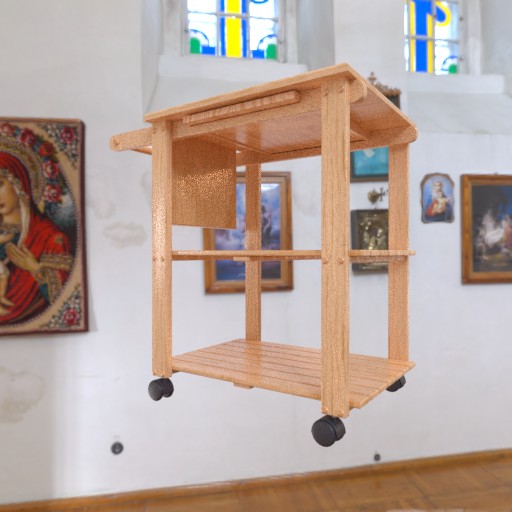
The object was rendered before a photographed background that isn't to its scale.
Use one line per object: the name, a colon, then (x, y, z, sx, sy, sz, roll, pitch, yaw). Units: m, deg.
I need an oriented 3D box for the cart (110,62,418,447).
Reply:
cart: (0.000, 0.000, 1.349, 0.843, 0.816, 0.520, 0, 0, 35)
